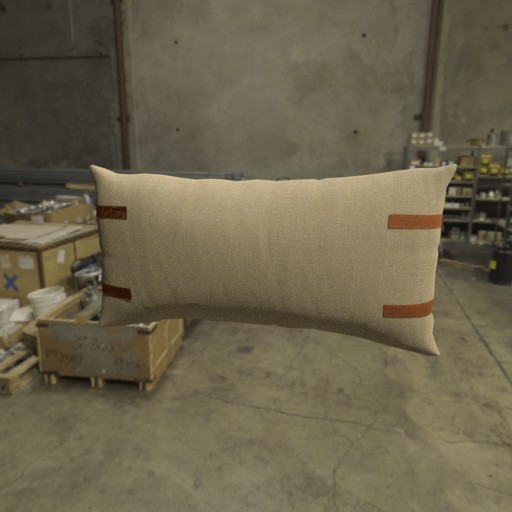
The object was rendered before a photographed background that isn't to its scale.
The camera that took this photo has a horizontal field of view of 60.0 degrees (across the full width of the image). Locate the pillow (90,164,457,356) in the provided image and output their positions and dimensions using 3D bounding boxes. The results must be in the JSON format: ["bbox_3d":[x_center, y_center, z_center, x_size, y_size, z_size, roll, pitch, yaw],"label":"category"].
[{"bbox_3d":[0.000,0.000,0.748,0.612,0.308,0.148,3,14,11],"label":"pillow"}]
